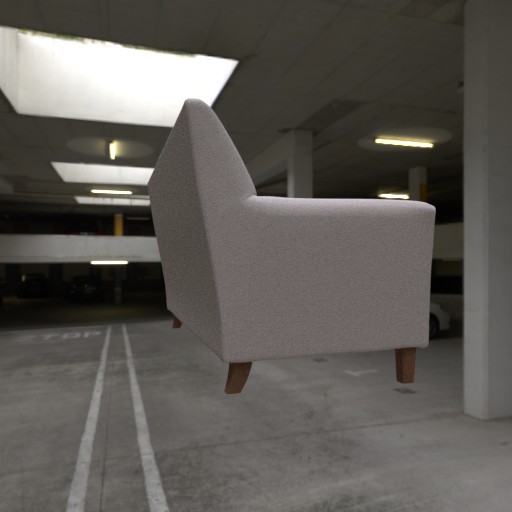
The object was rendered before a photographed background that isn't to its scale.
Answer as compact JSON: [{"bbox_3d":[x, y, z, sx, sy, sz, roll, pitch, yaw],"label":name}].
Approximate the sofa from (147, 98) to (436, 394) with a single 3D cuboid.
[{"bbox_3d":[0.000,0.000,2.069,0.888,0.890,1.482,0,0,-18],"label":"sofa"}]
